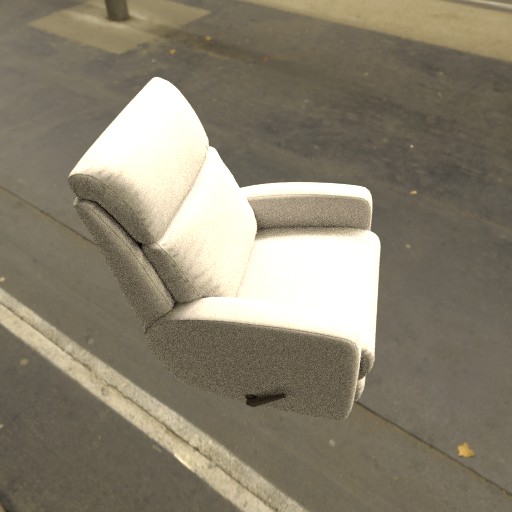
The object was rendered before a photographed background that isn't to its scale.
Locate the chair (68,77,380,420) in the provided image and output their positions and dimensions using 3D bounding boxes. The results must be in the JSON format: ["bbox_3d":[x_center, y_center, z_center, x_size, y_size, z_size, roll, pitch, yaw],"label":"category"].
[{"bbox_3d":[0.000,0.000,1.627,0.941,1.015,0.812,10,47,9],"label":"chair"}]
